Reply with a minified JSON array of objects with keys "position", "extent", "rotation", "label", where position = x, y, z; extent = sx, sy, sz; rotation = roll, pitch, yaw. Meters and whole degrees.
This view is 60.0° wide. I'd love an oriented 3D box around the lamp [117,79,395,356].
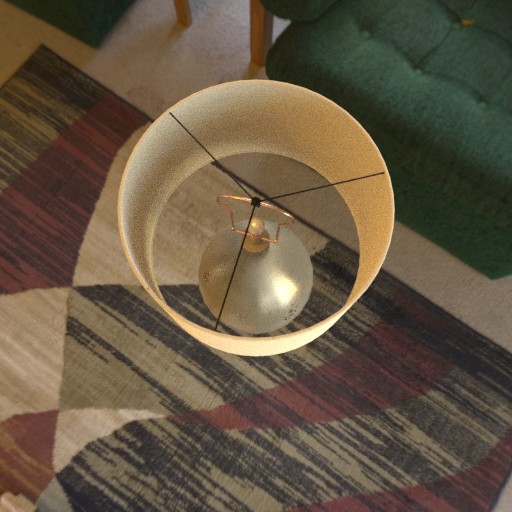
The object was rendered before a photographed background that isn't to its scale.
[{"position":[0.000,0.000,0.744],"extent":[0.330,0.521,0.330],"rotation":[0,76,0],"label":"lamp"}]
